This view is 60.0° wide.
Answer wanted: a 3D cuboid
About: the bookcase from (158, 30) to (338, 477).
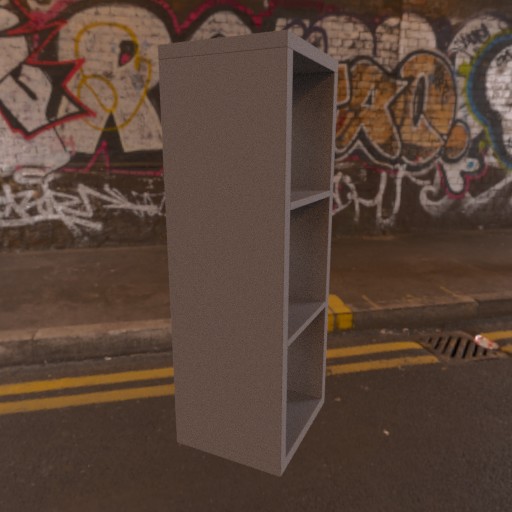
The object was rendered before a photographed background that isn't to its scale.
[{"bbox_3d":[0.000,0.000,1.279,0.330,1.080,0.390,7,15,25],"label":"bookcase"}]
